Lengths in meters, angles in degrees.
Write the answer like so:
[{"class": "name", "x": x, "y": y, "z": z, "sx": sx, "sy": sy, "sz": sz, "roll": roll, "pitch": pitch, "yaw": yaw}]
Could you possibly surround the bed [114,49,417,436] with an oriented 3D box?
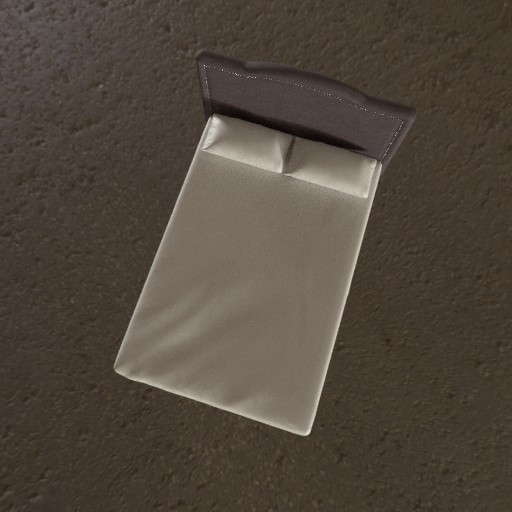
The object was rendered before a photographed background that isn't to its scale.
[{"class": "bed", "x": 0.000, "y": 0.000, "z": 3.562, "sx": 1.741, "sy": 1.441, "sz": 2.507, "roll": 17, "pitch": 76, "yaw": 4}]
